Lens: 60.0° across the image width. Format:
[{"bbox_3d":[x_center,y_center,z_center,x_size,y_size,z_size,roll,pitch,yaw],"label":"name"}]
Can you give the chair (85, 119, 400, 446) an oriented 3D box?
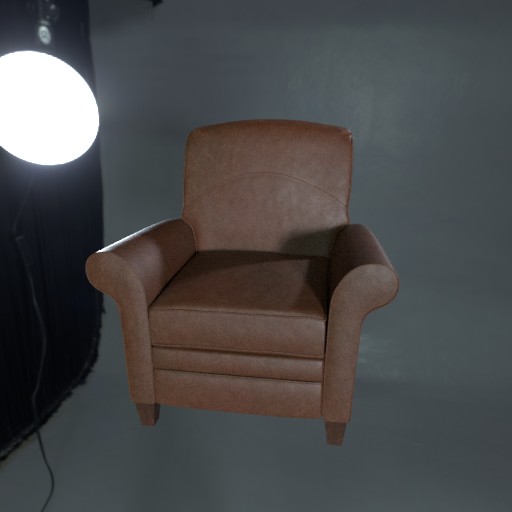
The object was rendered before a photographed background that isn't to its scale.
[{"bbox_3d":[0.000,0.000,1.781,0.978,1.061,0.902,3,17,8],"label":"chair"}]
